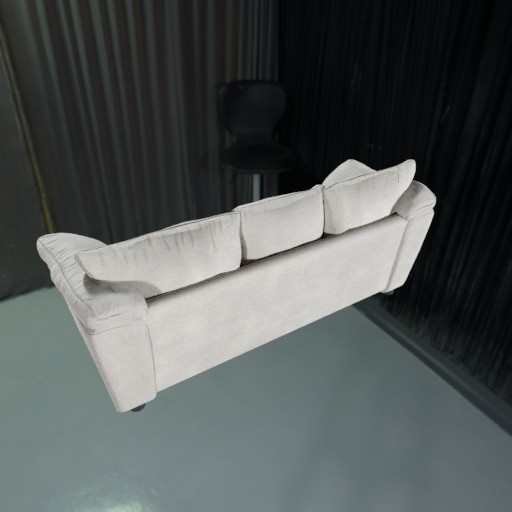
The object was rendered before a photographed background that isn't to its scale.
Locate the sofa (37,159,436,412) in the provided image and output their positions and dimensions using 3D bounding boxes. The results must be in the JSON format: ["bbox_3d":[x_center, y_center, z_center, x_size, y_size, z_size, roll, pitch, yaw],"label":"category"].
[{"bbox_3d":[0.000,0.000,2.792,2.334,0.996,0.878,-19,36,-27],"label":"sofa"}]
